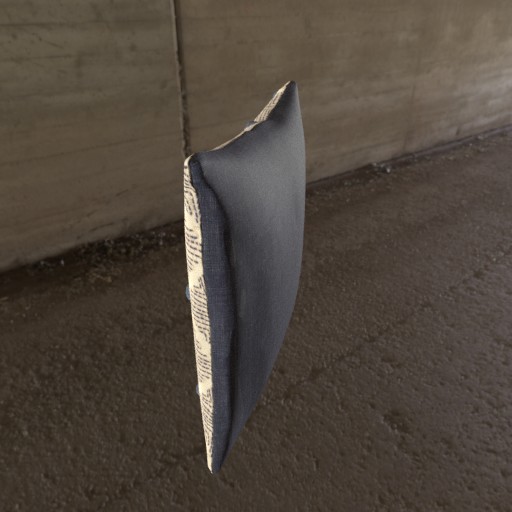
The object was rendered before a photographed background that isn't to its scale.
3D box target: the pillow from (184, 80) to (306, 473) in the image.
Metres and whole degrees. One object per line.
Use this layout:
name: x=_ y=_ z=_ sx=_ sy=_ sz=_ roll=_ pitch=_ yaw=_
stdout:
pillow: x=0.000 y=0.000 z=0.780 sx=0.145 sy=0.510 sz=0.510 roll=8 pitch=31 yaw=14
